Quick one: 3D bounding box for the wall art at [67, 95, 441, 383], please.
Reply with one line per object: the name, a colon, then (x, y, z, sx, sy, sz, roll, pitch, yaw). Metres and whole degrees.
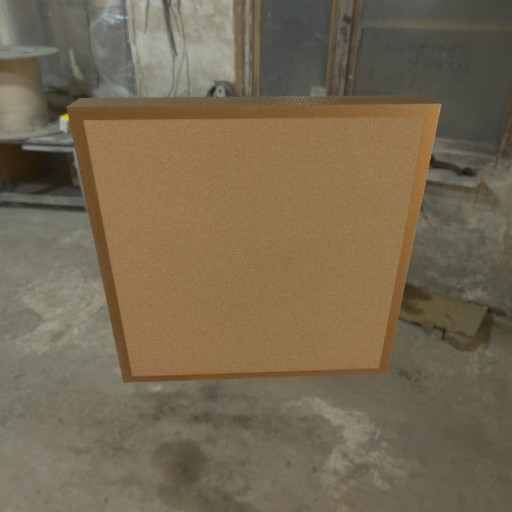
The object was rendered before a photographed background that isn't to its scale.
wall art: (0.000, 0.000, 0.453, 0.306, 0.305, 0.038, -1, 30, -2)
